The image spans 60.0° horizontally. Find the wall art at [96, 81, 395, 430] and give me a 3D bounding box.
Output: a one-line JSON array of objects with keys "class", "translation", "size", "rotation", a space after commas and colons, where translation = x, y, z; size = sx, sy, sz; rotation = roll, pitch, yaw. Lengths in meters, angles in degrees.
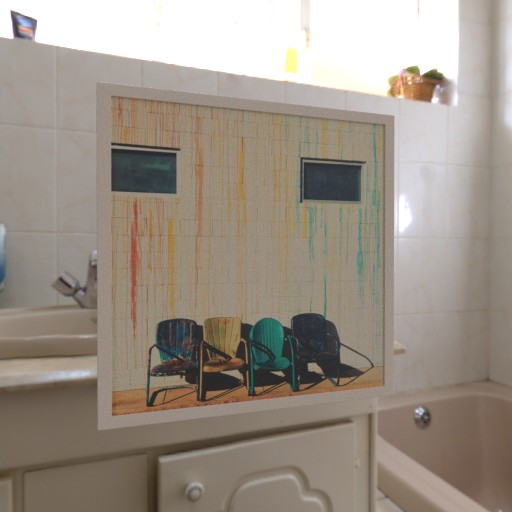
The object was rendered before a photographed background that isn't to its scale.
[{"class": "wall art", "translation": [0.000, 0.000, 0.452], "size": [0.305, 0.305, 0.038], "rotation": [0, 1, -18]}]
